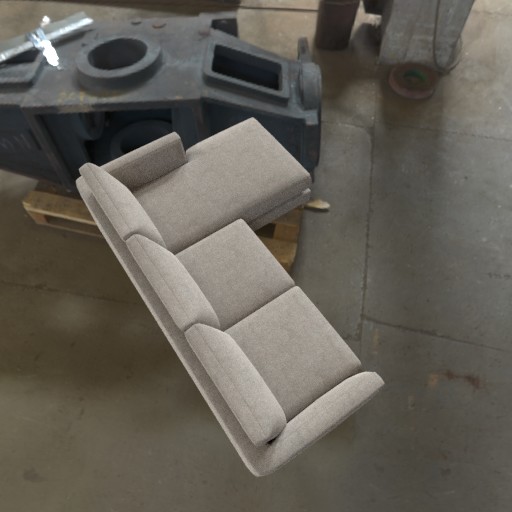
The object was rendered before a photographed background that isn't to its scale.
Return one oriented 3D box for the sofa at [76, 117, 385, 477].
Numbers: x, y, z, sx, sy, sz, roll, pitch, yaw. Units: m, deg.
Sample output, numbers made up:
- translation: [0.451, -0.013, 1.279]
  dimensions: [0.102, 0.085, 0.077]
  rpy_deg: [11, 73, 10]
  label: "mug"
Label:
- translation: [0.000, 0.000, 3.167]
  dimensions: [1.626, 0.864, 2.438]
  rpy_deg: [-31, 64, -17]
  label: "sofa"
